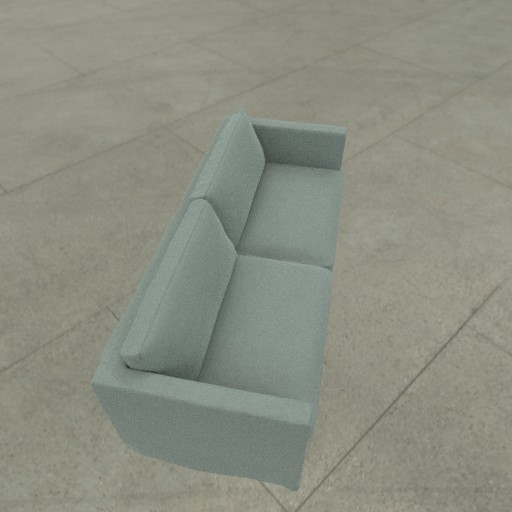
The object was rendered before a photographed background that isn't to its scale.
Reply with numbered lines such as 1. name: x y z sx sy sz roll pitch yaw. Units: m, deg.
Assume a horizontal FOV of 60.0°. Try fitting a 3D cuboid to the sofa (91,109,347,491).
1. sofa: 0.000 0.000 2.740 0.962 0.853 2.312 8 47 8
